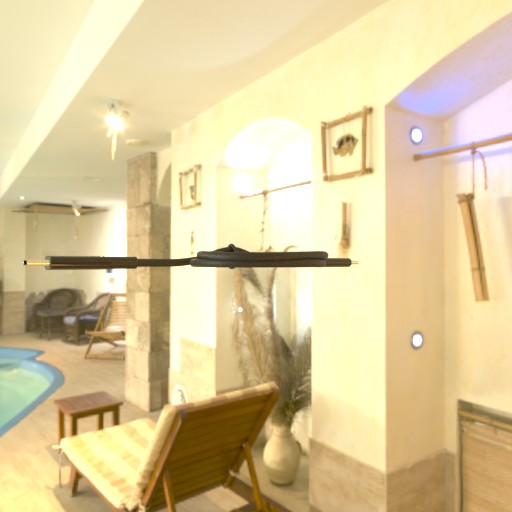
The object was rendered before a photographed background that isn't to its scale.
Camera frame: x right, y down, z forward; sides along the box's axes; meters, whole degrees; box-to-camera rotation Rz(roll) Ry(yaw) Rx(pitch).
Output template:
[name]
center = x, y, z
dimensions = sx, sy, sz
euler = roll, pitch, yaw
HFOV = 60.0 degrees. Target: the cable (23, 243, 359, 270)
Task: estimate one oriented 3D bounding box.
[cable]
center = 0.000, 0.000, 0.226
dimensions = 0.203, 0.014, 0.070
euler = 1, -1, -36
